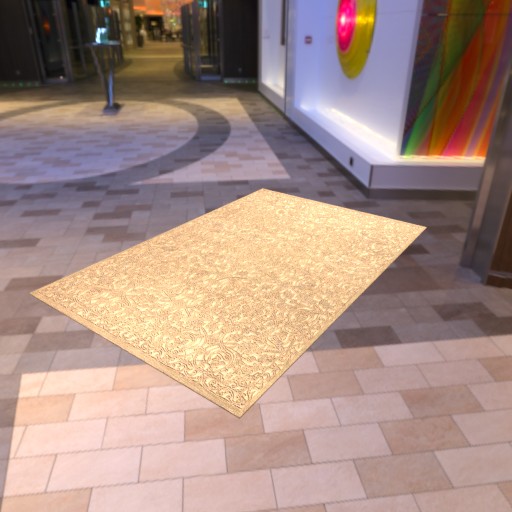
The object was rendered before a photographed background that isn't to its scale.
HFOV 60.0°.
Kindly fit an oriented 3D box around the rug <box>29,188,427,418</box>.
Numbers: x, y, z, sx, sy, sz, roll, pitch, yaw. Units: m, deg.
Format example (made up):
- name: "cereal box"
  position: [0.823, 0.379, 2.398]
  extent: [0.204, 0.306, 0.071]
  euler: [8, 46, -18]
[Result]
- name: "rug"
  position: [0.000, 0.000, 2.352]
  extent: [1.221, 0.006, 1.827]
  euler: [19, 33, 32]
